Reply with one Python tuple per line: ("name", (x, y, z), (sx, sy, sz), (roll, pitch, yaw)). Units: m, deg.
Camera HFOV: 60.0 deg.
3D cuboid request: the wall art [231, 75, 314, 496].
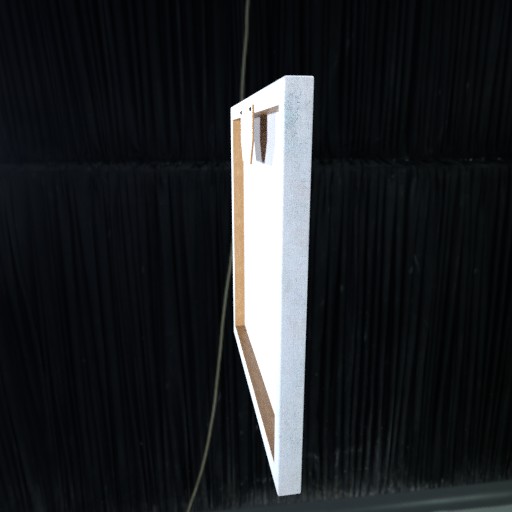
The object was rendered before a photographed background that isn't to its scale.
("wall art", (0.000, 0.000, 0.894), (0.044, 0.605, 0.605), (-2, 15, -9))
